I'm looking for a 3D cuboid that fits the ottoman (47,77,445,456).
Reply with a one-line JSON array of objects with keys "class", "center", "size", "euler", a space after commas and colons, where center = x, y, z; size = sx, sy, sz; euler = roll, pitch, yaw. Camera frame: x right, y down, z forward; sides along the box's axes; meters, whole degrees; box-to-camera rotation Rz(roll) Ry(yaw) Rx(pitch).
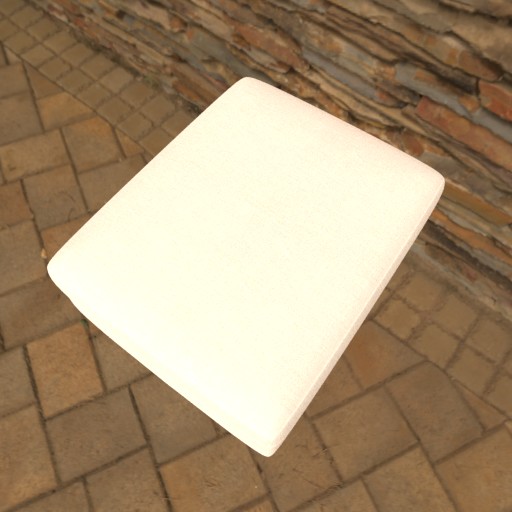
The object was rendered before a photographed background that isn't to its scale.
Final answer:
[{"class": "ottoman", "center": [0.000, 0.000, 1.205], "size": [0.657, 0.453, 0.794], "euler": [33, 67, 16]}]
